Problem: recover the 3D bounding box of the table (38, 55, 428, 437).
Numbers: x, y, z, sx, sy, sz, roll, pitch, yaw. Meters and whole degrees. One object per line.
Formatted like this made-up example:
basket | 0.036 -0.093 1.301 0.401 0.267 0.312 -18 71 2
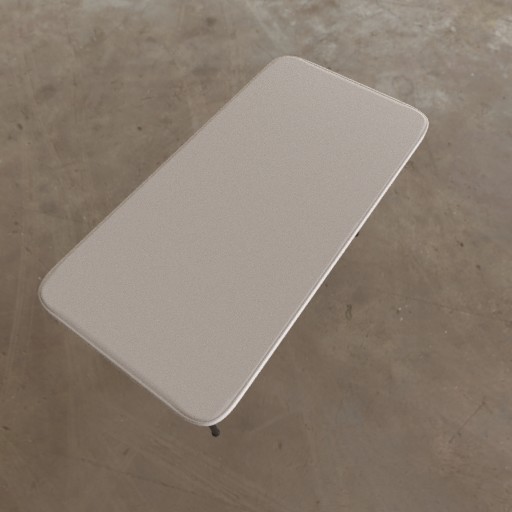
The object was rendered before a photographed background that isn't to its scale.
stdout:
table | 0.000 0.000 1.623 0.610 0.729 1.219 31 65 17
